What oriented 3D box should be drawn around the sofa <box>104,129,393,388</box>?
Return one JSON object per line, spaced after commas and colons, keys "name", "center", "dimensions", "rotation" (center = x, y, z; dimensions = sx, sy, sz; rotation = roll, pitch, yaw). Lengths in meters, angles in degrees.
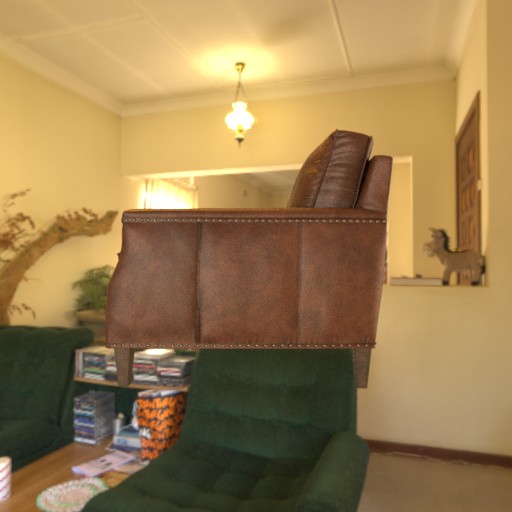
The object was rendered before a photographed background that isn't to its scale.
{"name": "sofa", "center": [0.000, 0.000, 2.389], "dimensions": [1.083, 1.003, 1.628], "rotation": [0, -1, 2]}
